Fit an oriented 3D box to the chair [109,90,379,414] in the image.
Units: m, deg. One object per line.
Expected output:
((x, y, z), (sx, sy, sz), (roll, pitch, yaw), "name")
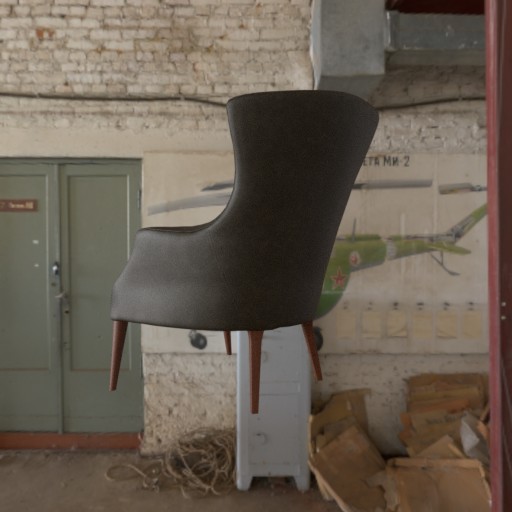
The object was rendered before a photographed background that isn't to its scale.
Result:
((0.000, 0.000, 1.801), (0.954, 1.068, 0.819), (1, 1, 36), "chair")
